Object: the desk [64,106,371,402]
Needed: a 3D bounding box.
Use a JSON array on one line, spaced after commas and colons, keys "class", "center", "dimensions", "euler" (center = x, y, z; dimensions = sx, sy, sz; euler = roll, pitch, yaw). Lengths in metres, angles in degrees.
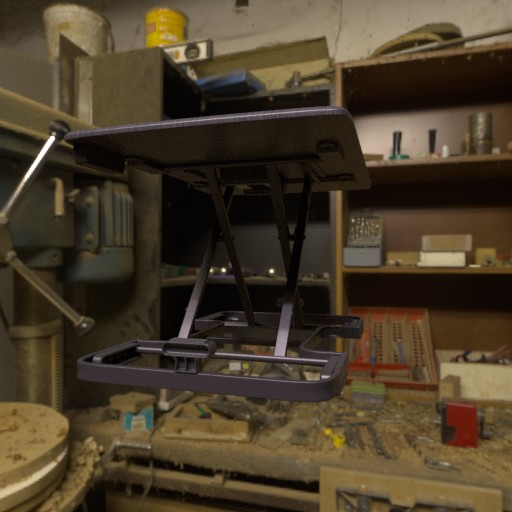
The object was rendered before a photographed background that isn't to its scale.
[{"class": "desk", "center": [0.000, 0.000, 1.141], "dimensions": [0.546, 0.470, 0.820], "euler": [0, 0, 17]}]
